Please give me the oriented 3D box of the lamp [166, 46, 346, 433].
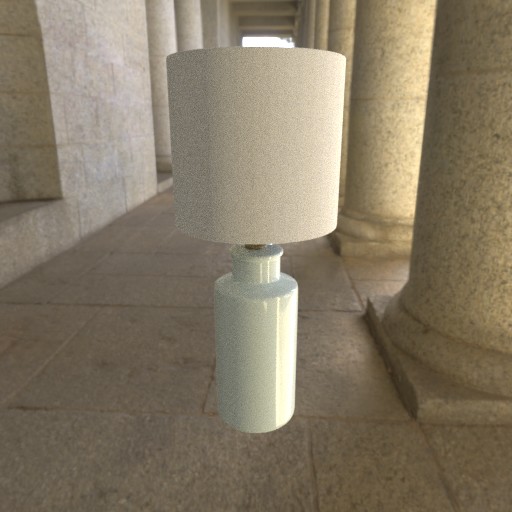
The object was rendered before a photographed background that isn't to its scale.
[{"bbox_3d":[0.000,0.000,0.605,0.212,0.493,0.212,-8,19,-25],"label":"lamp"}]
